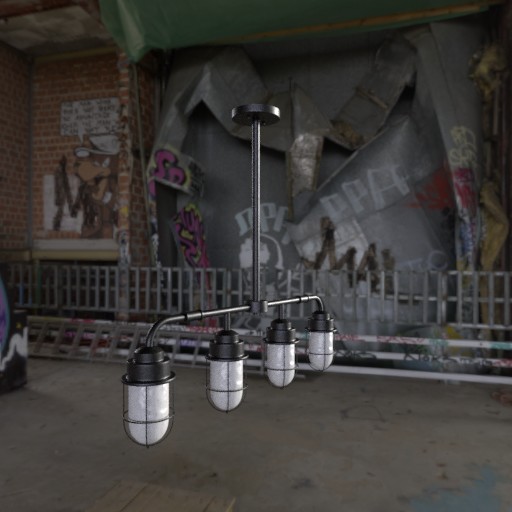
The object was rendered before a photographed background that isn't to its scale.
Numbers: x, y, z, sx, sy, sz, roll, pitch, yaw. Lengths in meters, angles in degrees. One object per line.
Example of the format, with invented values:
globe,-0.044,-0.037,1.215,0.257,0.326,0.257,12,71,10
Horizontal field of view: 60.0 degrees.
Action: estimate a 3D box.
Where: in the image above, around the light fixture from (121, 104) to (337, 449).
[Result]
light fixture,0.000,0.000,1.210,0.131,0.785,0.852,0,0,36
